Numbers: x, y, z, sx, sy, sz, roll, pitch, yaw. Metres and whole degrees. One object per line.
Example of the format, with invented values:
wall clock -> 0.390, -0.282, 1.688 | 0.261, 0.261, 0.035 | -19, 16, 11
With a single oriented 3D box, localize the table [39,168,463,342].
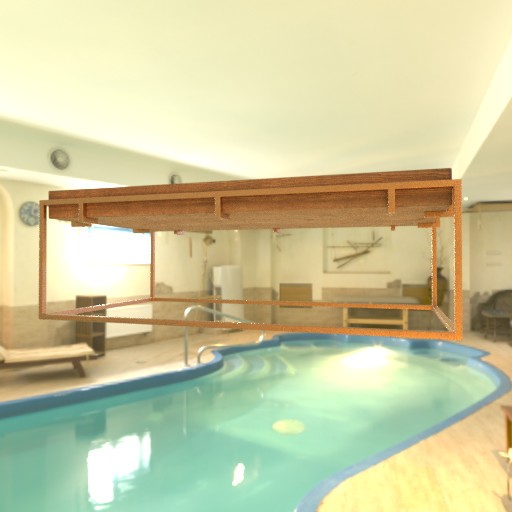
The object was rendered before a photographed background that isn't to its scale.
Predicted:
table -> 0.000, 0.000, 1.749 | 1.387, 0.468, 0.775 | 0, -1, 17
